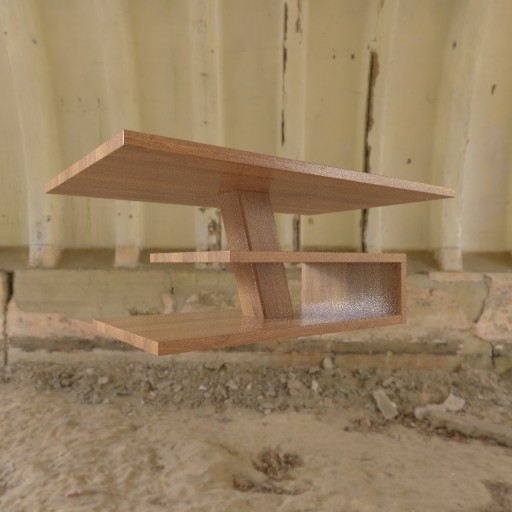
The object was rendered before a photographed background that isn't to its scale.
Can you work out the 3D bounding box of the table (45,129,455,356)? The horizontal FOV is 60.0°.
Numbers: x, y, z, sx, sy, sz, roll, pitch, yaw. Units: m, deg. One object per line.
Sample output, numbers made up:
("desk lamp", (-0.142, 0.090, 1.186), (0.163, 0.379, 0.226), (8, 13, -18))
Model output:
("table", (0.000, 0.000, 1.404), (1.100, 0.442, 0.700), (1, -1, -36))
